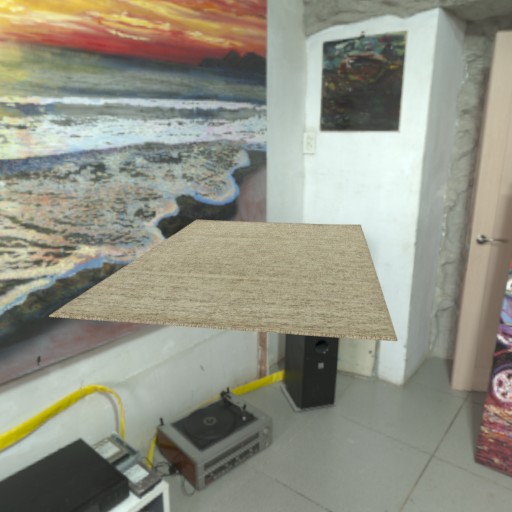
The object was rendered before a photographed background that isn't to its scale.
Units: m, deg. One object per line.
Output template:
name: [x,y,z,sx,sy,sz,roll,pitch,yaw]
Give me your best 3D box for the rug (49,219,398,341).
rug: [0.000,0.000,2.364,1.211,0.018,1.822,3,16,9]
